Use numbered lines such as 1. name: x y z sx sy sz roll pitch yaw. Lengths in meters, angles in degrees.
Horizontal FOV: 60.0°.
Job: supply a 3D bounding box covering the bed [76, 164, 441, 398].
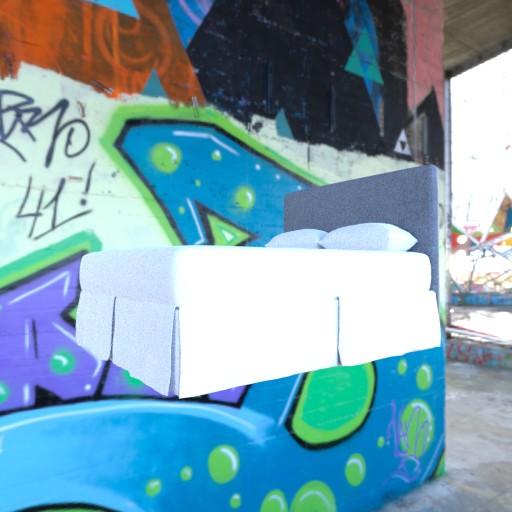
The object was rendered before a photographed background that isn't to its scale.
1. bed: 0.000 0.000 3.196 2.142 1.330 1.723 1 -1 -36
